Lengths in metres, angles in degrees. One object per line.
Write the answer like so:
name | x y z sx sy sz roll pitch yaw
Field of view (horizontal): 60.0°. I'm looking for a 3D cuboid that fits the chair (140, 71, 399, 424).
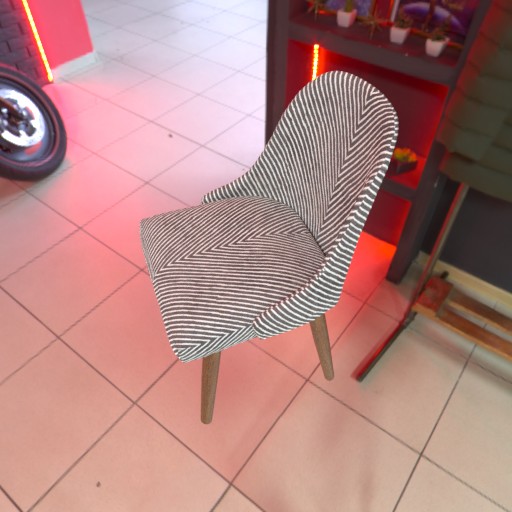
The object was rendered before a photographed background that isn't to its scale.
chair | 0.000 0.000 1.249 0.591 0.883 0.504 -15 49 -14
